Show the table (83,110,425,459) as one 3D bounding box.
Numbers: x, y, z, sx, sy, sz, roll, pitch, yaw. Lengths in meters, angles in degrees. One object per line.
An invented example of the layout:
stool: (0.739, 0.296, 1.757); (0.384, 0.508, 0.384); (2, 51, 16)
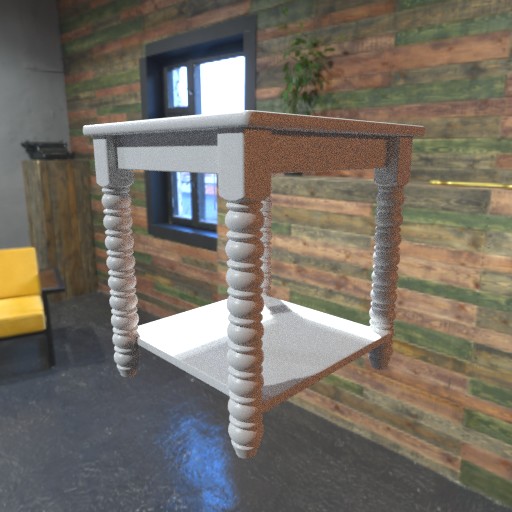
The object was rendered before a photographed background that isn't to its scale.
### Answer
table: (0.000, 0.000, 0.999); (0.500, 0.563, 0.533); (13, 18, 43)
